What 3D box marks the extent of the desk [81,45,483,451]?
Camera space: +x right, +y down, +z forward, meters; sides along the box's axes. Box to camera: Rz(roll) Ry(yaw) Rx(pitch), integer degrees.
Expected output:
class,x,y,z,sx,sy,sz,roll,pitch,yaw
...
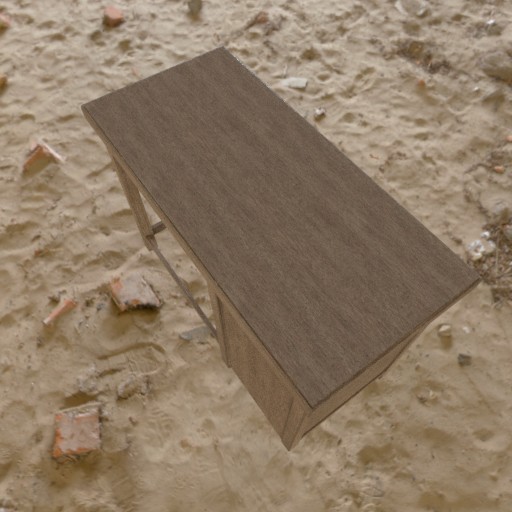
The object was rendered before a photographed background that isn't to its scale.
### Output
class,x,y,z,sx,sy,sz,roll,pitch,yaw
desk,0.000,0.000,1.774,0.610,0.912,1.289,-31,64,-18
